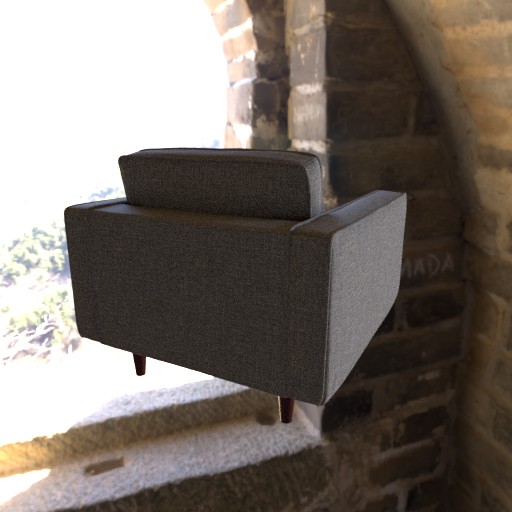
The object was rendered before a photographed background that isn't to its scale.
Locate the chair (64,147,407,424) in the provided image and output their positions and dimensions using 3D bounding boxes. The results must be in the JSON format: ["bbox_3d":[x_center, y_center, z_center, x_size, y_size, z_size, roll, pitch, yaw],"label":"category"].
[{"bbox_3d":[0.000,0.000,1.591,0.889,0.765,0.914,8,17,27],"label":"chair"}]
